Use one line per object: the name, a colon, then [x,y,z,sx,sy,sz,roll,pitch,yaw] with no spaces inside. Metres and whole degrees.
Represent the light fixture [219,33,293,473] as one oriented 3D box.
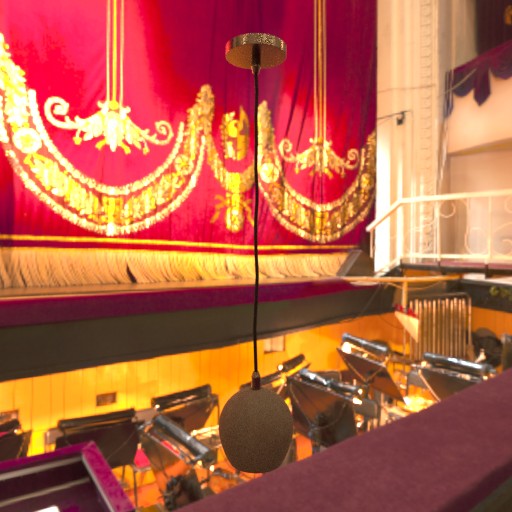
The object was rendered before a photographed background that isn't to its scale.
light fixture: [0.000,0.000,0.820,0.139,0.764,0.139,-1,2,-36]
